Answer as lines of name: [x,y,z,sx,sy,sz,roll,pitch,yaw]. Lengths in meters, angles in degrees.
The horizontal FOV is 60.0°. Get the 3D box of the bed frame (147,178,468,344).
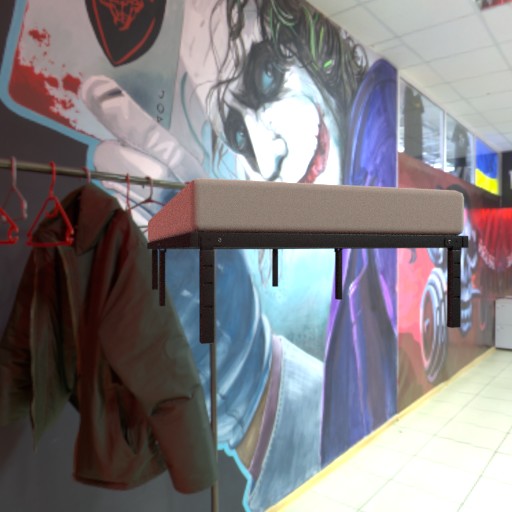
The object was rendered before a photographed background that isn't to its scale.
bed frame: [0.000,0.000,3.236,1.393,0.680,2.635,0,1,-17]
